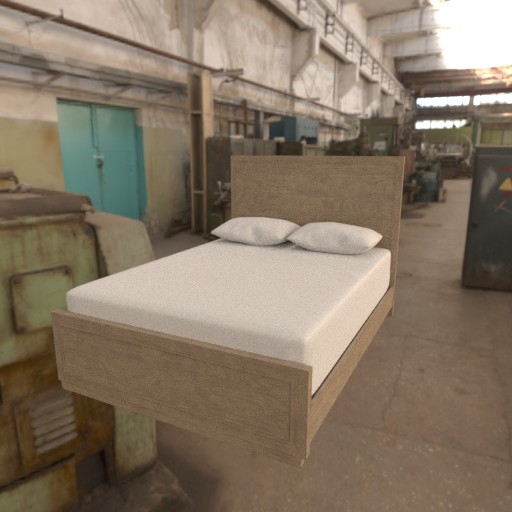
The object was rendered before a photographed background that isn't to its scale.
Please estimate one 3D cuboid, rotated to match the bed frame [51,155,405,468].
[{"bbox_3d":[0.000,0.000,3.160,1.606,1.369,2.189,7,15,26],"label":"bed frame"}]
